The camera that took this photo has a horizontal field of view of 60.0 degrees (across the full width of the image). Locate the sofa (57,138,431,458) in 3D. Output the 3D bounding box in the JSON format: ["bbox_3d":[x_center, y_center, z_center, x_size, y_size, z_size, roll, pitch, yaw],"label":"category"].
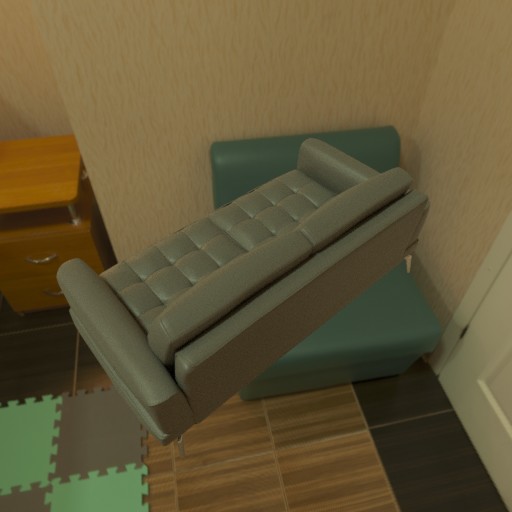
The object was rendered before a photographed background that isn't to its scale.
[{"bbox_3d":[0.000,0.000,2.783,2.177,0.930,1.121,-32,54,-27],"label":"sofa"}]
